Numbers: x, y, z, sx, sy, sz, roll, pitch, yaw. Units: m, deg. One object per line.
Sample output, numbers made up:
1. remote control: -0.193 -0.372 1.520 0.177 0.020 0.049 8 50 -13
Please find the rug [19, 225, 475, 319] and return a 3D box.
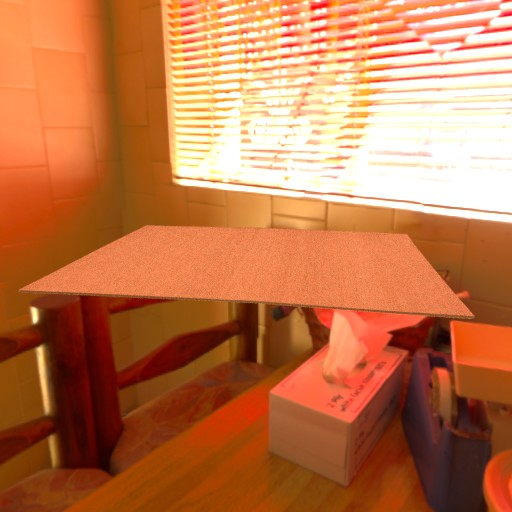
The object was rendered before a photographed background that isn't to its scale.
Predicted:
1. rug: 0.000 0.000 4.206 3.202 0.045 2.434 2 16 9
